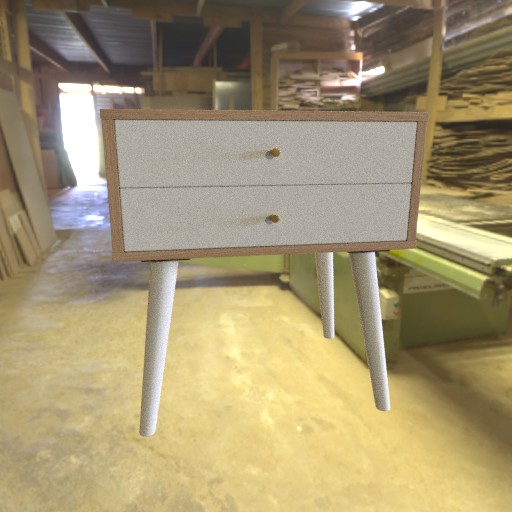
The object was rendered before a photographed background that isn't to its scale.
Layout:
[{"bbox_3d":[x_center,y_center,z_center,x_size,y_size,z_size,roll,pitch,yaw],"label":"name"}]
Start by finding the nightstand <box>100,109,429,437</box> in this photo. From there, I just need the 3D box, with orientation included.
[{"bbox_3d":[0.000,0.000,1.012,0.571,0.610,0.407,-2,15,-9],"label":"nightstand"}]
